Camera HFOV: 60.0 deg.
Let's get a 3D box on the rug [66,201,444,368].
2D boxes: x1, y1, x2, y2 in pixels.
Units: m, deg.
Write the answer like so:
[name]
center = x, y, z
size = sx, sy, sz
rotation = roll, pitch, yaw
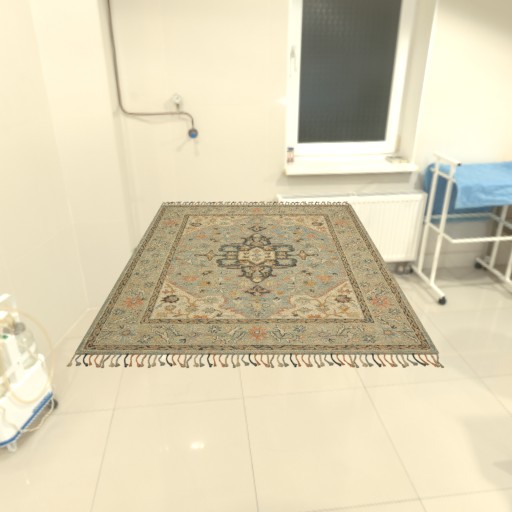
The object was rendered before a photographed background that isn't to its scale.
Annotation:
[rug]
center = 0.000, 0.000, 2.260
size = 1.278, 0.009, 1.730
rotation = 0, 26, 0
